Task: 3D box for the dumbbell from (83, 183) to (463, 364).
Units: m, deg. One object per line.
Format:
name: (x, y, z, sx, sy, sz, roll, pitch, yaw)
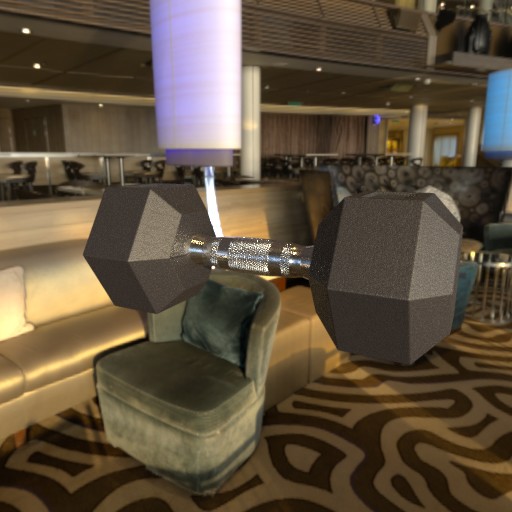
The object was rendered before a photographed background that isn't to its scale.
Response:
dumbbell: (0.000, 0.000, 0.379, 0.315, 0.113, 0.129, 6, 14, 26)
